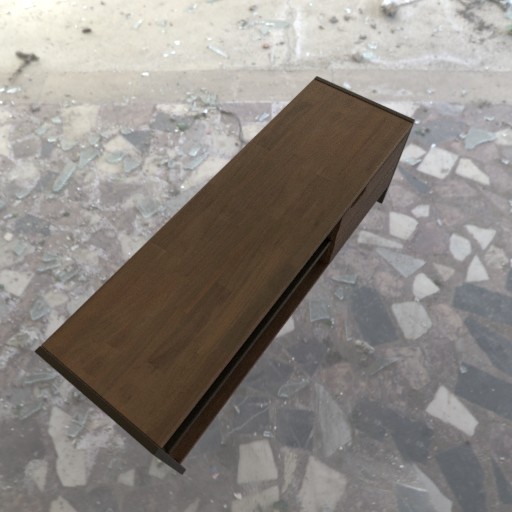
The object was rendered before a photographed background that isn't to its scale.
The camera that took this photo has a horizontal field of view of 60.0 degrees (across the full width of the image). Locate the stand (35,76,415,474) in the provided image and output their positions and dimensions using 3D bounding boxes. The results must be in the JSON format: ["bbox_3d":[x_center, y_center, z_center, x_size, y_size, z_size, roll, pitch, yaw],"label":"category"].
[{"bbox_3d":[0.000,0.000,1.692,0.454,0.506,1.480,32,64,18],"label":"stand"}]
